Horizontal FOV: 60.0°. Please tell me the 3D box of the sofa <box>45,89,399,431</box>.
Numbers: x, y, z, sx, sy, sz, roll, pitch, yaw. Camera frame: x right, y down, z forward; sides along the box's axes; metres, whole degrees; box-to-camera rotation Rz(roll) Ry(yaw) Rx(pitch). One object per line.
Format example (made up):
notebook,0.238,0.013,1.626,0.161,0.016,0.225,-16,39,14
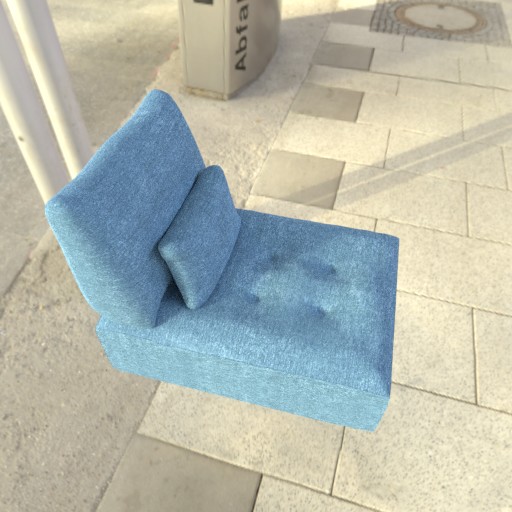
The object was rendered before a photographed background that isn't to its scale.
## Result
sofa,0.000,0.000,1.529,1.000,0.820,0.700,11,48,10
